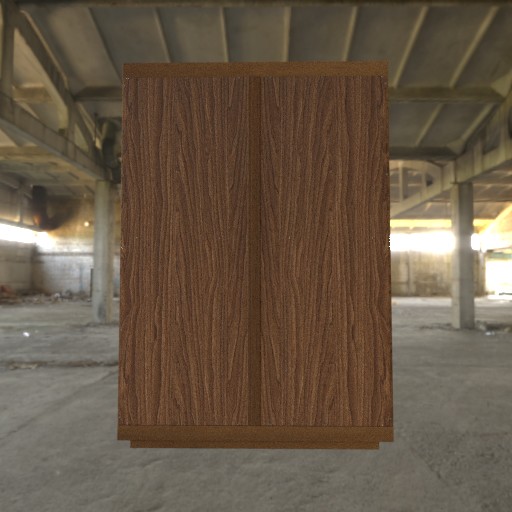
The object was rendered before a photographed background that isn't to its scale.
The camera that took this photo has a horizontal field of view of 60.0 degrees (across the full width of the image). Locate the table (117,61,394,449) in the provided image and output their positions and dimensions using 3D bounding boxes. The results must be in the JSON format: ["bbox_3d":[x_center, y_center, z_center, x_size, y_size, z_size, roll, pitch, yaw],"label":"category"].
[{"bbox_3d":[0.000,0.000,1.734,0.901,1.294,0.524,0,-3,1],"label":"table"}]
